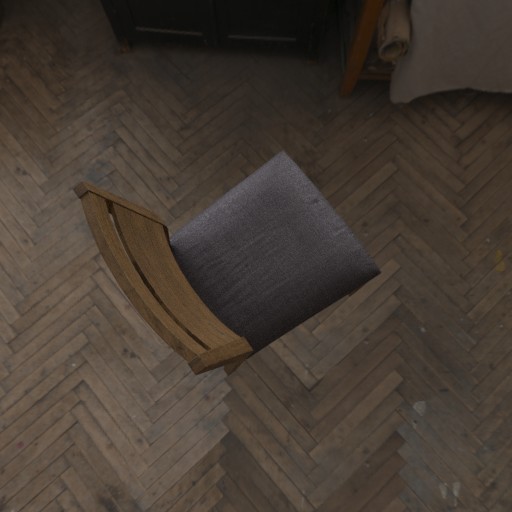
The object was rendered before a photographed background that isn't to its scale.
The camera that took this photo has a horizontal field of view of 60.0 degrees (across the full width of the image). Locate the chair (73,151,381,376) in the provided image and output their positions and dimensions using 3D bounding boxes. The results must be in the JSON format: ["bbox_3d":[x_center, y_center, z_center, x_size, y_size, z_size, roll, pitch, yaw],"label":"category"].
[{"bbox_3d":[0.000,0.000,1.288,0.610,0.939,0.501,-35,78,-9],"label":"chair"}]
